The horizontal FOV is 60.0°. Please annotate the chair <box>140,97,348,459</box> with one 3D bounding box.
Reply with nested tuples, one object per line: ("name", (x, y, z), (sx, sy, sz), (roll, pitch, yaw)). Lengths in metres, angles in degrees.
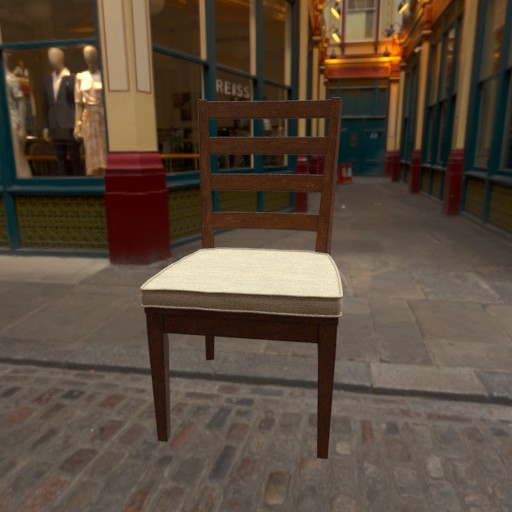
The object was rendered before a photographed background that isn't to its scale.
("chair", (0.000, 0.000, 1.384), (0.593, 0.979, 0.595), (2, 14, 9))
